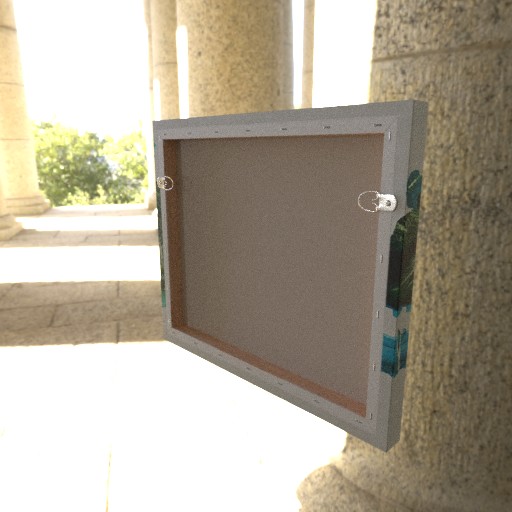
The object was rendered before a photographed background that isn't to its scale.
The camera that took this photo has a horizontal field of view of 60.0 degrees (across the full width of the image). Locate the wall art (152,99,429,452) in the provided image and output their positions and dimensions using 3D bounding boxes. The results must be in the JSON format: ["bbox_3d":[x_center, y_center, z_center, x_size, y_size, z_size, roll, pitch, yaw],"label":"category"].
[{"bbox_3d":[0.000,0.000,0.709,0.507,0.435,0.041,13,19,43],"label":"wall art"}]
